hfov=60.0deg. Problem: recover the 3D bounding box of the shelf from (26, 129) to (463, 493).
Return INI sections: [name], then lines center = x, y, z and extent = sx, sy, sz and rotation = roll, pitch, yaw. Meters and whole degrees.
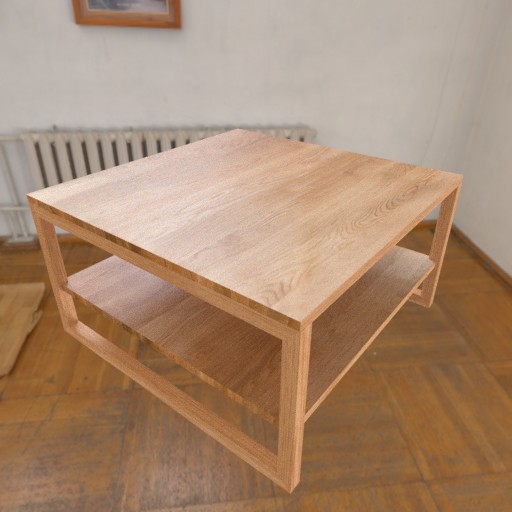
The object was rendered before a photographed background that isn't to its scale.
[shelf]
center = 0.000, 0.000, 1.401
extent = 0.899, 0.480, 0.899
rotation = 22, 37, 32
